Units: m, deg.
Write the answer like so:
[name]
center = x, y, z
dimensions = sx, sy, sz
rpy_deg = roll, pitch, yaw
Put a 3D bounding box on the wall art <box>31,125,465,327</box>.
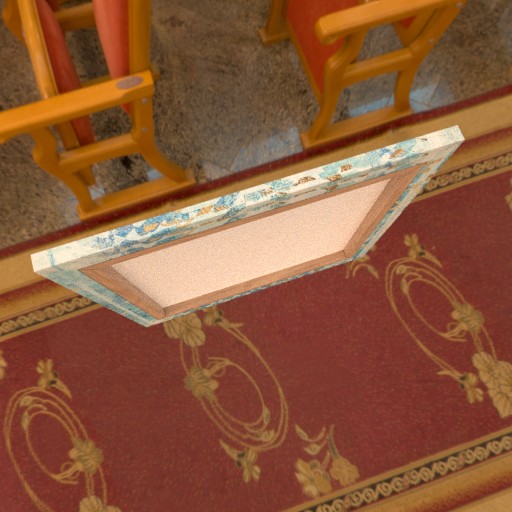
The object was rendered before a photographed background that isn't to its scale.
[wall art]
center = 0.000, 0.000, 1.340
dimensions = 0.916, 0.916, 0.040
rpy_deg = -18, 75, -5
